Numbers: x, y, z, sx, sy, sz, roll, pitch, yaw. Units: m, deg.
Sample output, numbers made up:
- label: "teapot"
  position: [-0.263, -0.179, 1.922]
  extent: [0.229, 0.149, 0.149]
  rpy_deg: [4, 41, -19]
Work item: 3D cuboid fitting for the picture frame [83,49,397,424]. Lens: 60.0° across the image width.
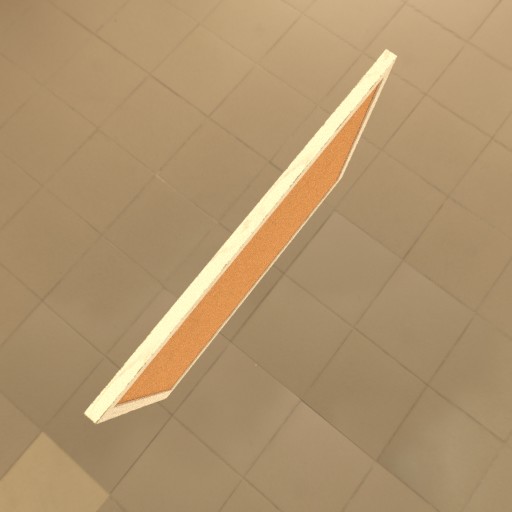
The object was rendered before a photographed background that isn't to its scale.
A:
- label: "picture frame"
  position: [0.000, 0.000, 1.180]
  extent: [0.029, 0.640, 0.950]
  rpy_deg: [37, 79, 8]
